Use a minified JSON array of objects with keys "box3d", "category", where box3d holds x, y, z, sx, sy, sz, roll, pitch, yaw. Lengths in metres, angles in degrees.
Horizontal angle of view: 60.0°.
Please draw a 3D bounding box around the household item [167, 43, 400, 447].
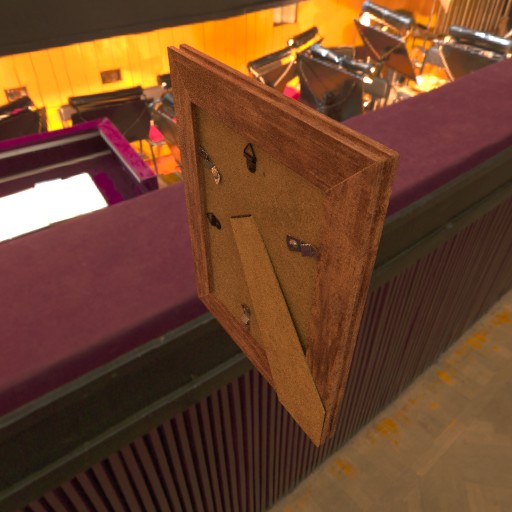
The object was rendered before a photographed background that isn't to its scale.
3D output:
[{"box3d":[0.000,0.000,0.313,0.018,0.237,0.186,-25,47,-26],"category":"household item"}]
